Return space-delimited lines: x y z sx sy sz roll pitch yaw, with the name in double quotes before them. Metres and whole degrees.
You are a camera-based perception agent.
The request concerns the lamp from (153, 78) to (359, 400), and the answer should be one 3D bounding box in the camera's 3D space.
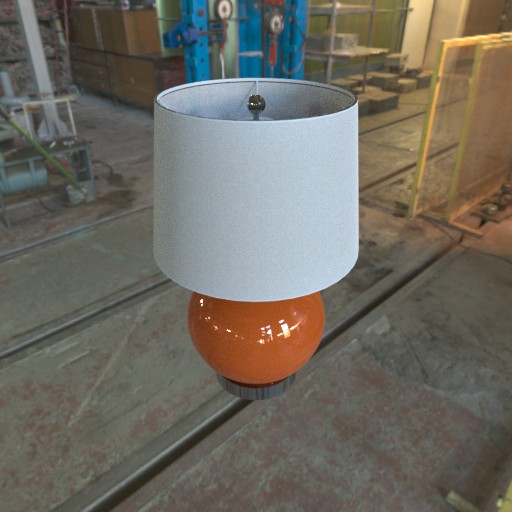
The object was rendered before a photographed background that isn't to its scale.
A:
"lamp" 0.000 0.000 0.554 0.247 0.387 0.247 0 31 0
